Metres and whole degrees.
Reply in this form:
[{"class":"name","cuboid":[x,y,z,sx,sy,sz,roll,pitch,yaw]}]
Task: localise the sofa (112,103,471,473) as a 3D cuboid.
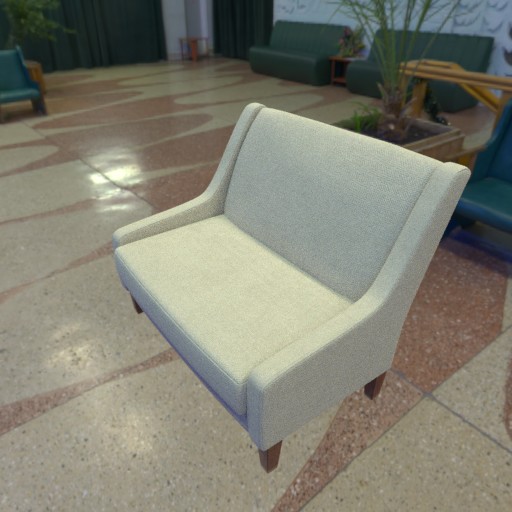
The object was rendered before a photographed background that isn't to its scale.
[{"class":"sofa","cuboid":[0.000,0.000,1.914,0.946,0.976,1.212,-21,37,-31]}]
